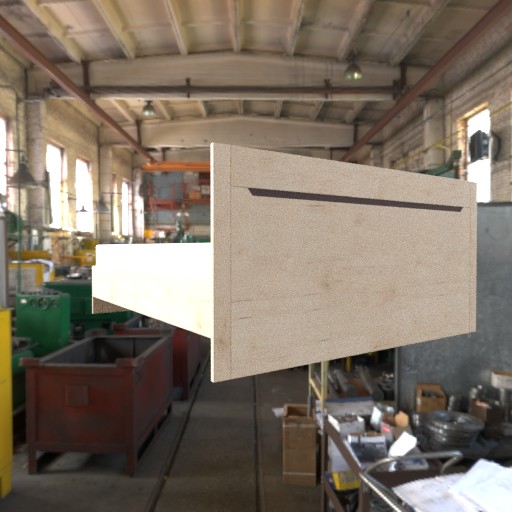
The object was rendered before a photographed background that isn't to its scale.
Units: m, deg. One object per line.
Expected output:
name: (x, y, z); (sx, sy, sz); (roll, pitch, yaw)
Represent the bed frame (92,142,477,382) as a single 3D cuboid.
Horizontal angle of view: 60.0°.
bed frame: (0.000, 0.000, 3.021); (1.800, 0.900, 2.080); (-1, 1, -34)
